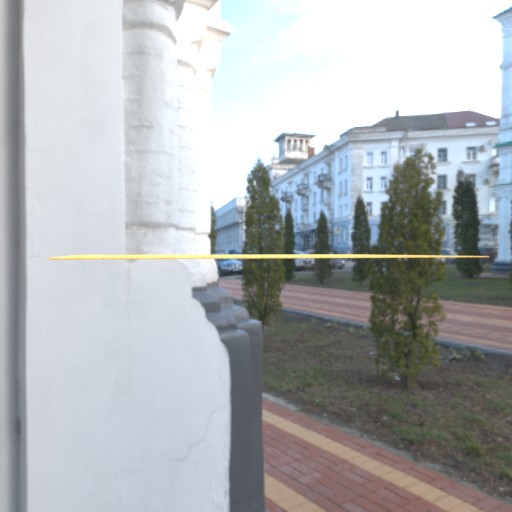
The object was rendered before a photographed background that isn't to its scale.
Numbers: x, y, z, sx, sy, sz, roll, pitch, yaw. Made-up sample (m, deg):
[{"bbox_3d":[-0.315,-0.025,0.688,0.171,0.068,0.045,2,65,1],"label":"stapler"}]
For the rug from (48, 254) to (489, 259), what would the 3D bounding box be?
[{"bbox_3d":[0.000,0.000,2.885,2.286,0.006,1.524,0,1,-18],"label":"rug"}]
